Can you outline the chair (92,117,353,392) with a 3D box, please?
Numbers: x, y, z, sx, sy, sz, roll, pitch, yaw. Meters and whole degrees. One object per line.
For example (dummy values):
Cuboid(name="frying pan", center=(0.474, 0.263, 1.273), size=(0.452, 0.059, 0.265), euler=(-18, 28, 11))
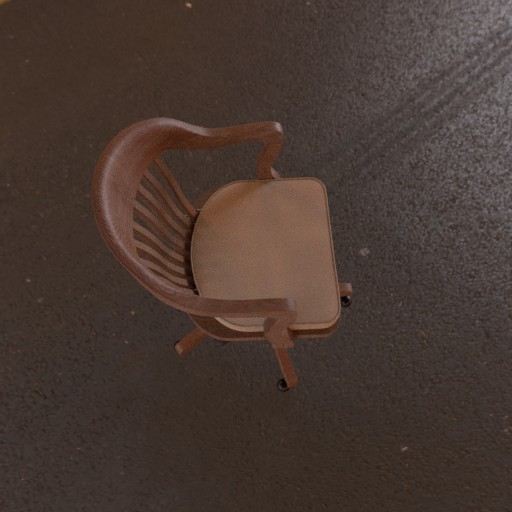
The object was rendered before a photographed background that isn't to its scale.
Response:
Cuboid(name="chair", center=(0.000, 0.000, 1.466), size=(0.788, 0.878, 0.750), euler=(-2, 64, -1))
